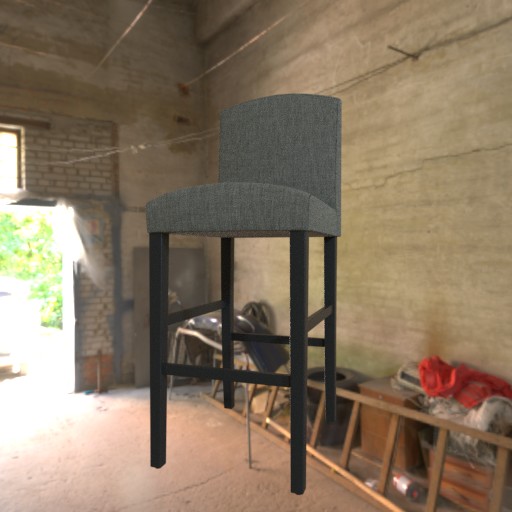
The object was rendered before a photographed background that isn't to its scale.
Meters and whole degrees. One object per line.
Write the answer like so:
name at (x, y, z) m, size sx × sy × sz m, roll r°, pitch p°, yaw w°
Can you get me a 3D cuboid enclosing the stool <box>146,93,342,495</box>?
stool at (0.000, 0.000, 1.353) m, size 0.451 × 1.138 × 0.552 m, roll 0°, pitch 1°, yaw 19°
